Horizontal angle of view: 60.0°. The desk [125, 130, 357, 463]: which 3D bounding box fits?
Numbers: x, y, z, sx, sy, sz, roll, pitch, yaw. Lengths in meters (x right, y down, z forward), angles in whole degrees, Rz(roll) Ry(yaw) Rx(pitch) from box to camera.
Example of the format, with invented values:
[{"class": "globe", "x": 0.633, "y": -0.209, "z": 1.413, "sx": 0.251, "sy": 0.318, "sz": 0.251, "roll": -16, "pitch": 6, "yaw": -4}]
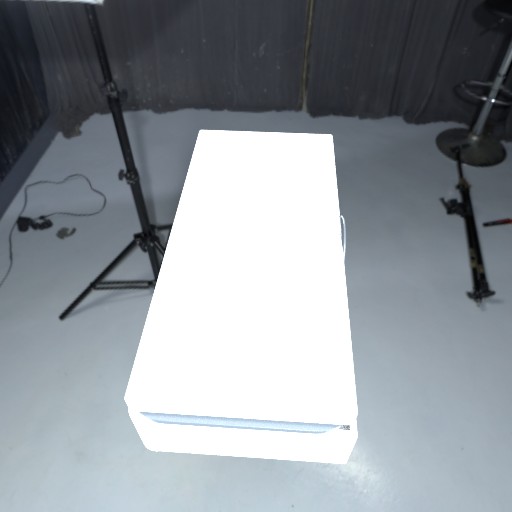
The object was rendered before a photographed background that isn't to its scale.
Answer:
[{"class": "desk", "x": 0.000, "y": 0.000, "z": 2.379, "sx": 0.900, "sy": 0.526, "sz": 1.900, "roll": 3, "pitch": 47, "yaw": 3}]
